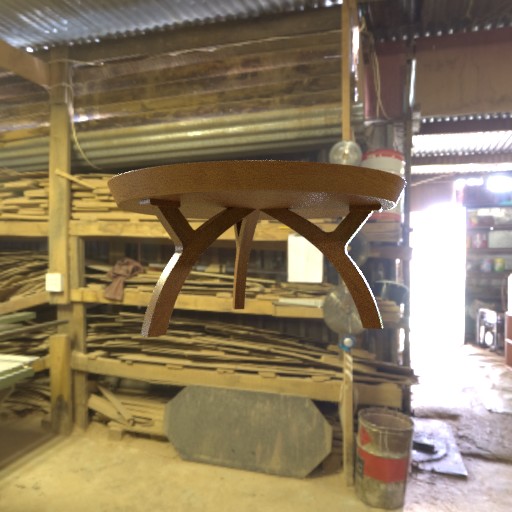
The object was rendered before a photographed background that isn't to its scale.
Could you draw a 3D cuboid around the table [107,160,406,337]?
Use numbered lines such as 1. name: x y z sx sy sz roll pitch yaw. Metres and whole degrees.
1. table: 0.000 0.000 1.582 1.016 0.470 1.016 0 0 0
